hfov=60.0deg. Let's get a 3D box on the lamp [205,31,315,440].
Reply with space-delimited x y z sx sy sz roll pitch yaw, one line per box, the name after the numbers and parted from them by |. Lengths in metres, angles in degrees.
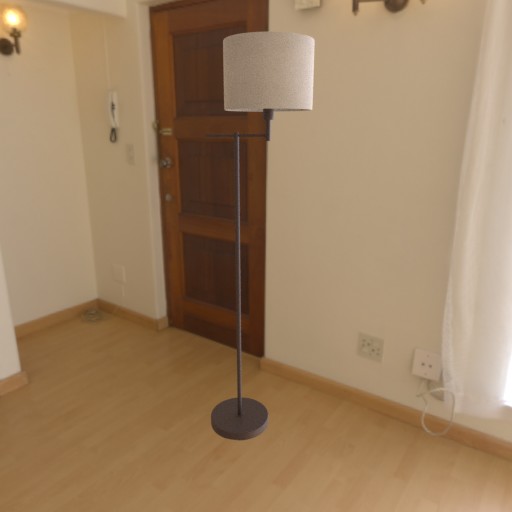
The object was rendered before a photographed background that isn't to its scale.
0.000 0.000 1.809 0.416 1.600 0.324 3 17 10 | lamp
